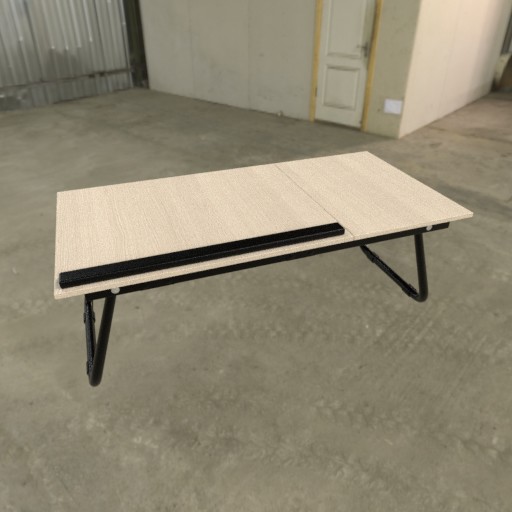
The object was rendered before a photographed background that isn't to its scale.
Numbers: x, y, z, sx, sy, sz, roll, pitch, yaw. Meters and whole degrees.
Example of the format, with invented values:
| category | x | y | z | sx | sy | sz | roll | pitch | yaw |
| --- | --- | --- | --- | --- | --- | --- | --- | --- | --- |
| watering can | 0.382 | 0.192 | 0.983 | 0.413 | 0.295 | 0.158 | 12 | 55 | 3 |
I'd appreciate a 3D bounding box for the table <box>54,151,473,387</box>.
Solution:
| category | x | y | z | sx | sy | sz | roll | pitch | yaw |
| --- | --- | --- | --- | --- | --- | --- | --- | --- | --- |
| table | 0.000 | 0.000 | 0.818 | 0.644 | 0.242 | 0.322 | -11 | 34 | -17 |
